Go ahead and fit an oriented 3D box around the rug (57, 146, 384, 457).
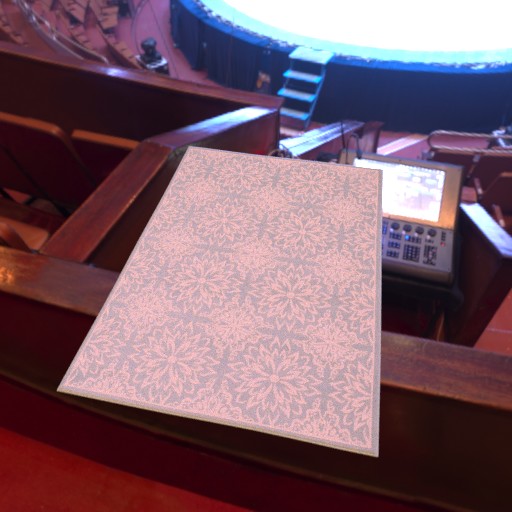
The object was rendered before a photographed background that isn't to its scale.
[{"bbox_3d":[0.000,0.000,2.844,1.589,0.014,2.205,9,48,8],"label":"rug"}]
